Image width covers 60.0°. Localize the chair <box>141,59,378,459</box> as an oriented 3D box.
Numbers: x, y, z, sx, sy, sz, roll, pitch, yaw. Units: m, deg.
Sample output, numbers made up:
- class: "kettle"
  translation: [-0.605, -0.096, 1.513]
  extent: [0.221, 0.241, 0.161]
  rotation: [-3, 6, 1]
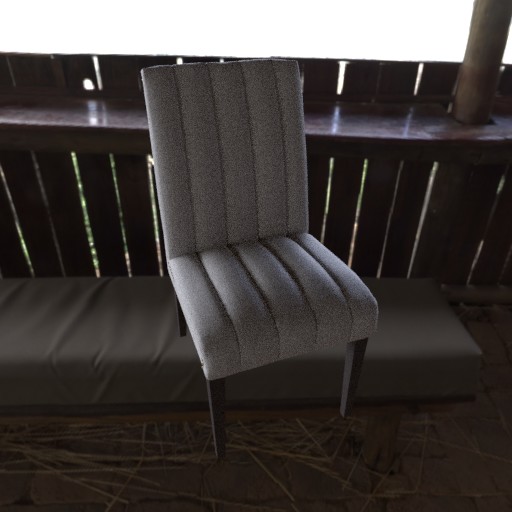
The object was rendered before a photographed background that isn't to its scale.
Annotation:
- class: "chair"
  translation: [0.000, 0.000, 1.351]
  extent: [0.511, 1.016, 0.647]
  rotation: [-11, 34, -17]
